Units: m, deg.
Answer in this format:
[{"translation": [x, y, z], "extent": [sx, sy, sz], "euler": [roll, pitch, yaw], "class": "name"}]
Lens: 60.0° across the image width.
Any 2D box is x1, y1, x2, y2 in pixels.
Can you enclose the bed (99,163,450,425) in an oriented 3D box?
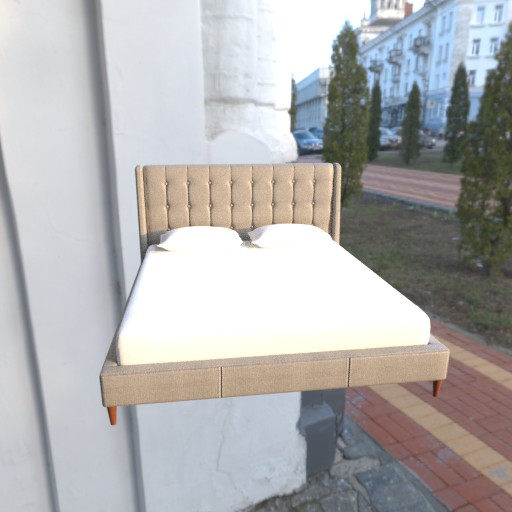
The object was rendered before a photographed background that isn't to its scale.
[{"translation": [0.000, 0.000, 3.571], "extent": [2.062, 1.289, 2.342], "euler": [-2, 16, -8], "class": "bed"}]
